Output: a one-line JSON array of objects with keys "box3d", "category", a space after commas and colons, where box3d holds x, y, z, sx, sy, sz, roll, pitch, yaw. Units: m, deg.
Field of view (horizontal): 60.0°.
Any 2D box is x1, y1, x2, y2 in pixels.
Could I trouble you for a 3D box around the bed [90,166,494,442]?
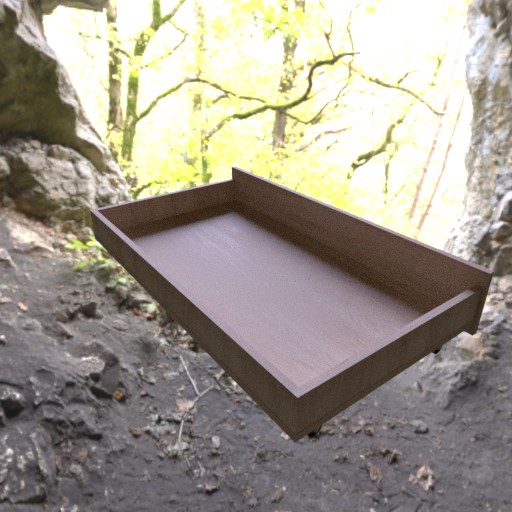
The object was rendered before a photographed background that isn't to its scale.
[{"box3d": [0.000, 0.000, 1.459, 0.685, 0.209, 1.200, -19, 33, -32], "category": "bed"}]
